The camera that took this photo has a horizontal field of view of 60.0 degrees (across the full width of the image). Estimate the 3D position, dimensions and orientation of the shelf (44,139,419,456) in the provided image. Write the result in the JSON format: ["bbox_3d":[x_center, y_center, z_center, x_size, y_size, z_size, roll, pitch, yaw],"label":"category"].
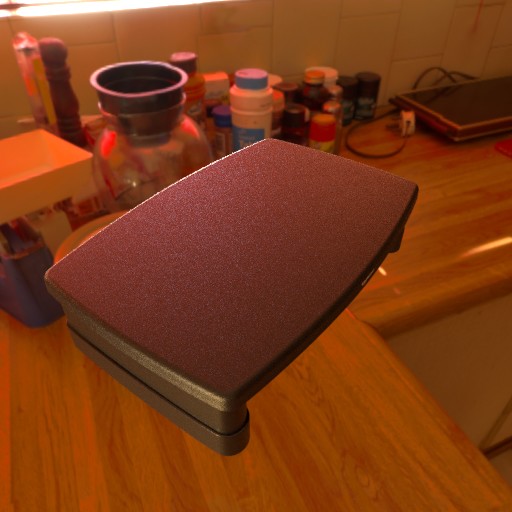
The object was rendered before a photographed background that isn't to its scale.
[{"bbox_3d":[0.000,0.000,0.533,0.280,0.100,0.410,25,45,27],"label":"shelf"}]
